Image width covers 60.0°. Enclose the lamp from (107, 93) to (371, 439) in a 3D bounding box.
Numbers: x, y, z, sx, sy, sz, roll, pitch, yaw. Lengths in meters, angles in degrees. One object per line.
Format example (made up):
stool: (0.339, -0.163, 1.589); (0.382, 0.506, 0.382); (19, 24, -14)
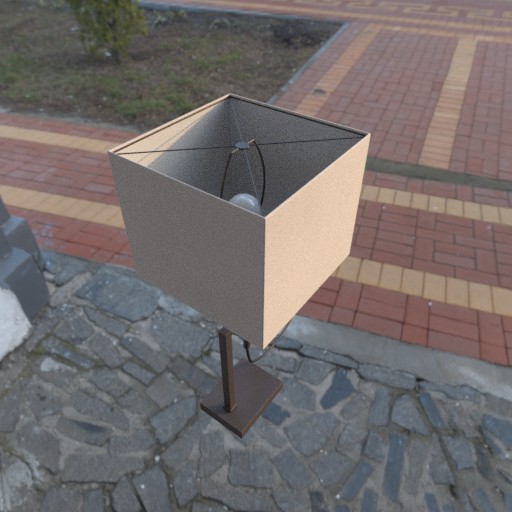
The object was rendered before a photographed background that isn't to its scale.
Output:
lamp: (0.000, 0.000, 0.967); (0.399, 0.660, 0.504); (26, 47, 27)
